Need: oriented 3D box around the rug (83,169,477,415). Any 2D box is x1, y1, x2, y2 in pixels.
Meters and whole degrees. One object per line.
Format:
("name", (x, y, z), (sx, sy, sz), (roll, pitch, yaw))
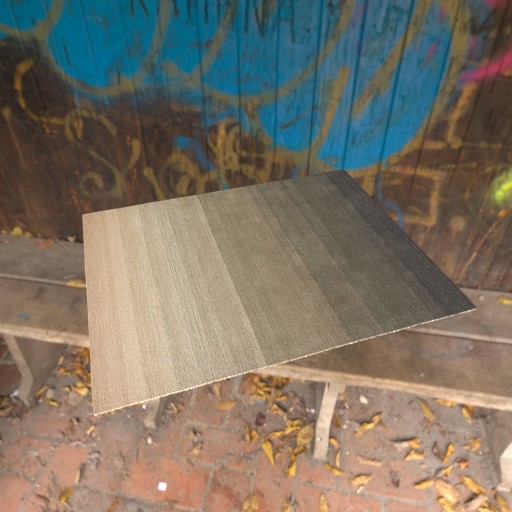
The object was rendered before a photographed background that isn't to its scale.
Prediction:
("rug", (0.000, 0.000, 3.988), (2.932, 0.015, 2.315), (-12, 42, -14))
